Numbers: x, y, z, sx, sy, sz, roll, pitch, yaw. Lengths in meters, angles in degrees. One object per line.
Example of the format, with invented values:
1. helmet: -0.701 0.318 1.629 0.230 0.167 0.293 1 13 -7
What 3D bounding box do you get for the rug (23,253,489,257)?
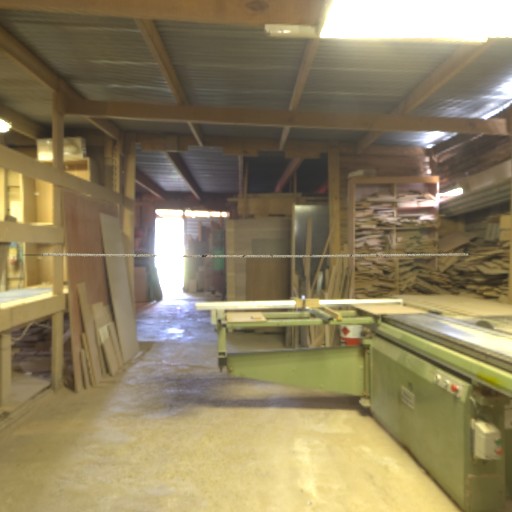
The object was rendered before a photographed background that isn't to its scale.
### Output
1. rug: 0.000 0.000 4.216 3.221 0.026 2.342 0 0 0
